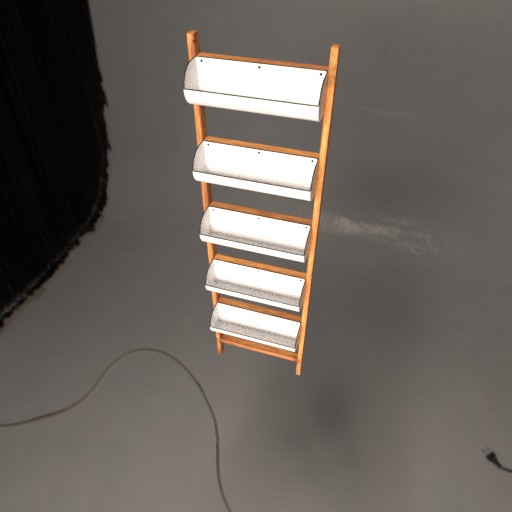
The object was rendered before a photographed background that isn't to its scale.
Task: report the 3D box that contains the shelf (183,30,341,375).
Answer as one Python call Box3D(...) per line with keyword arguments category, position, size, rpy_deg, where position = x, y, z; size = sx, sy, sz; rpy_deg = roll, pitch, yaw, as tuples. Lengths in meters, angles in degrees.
Box3D(category="shelf", position=(0.000, 0.000, 1.774), size=(0.454, 1.600, 0.141), rpy_deg=(12, 44, 13))
